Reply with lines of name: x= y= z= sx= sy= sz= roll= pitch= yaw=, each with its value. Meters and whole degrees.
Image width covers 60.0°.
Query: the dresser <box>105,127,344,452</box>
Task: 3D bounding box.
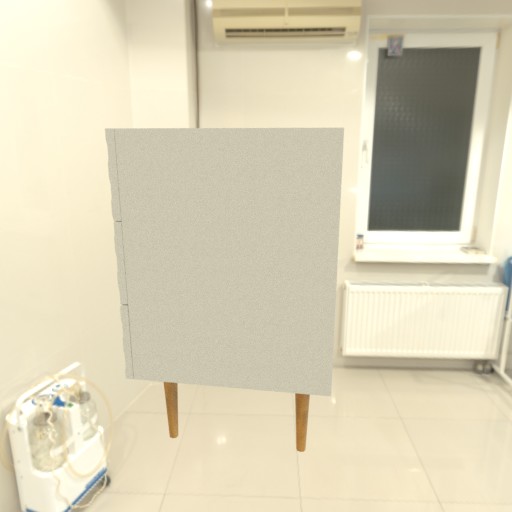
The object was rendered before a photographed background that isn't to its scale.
dresser: x=0.000 y=0.000 z=1.336 sx=0.457 sy=0.721 sz=0.905 roll=2 pitch=15 yaw=9
